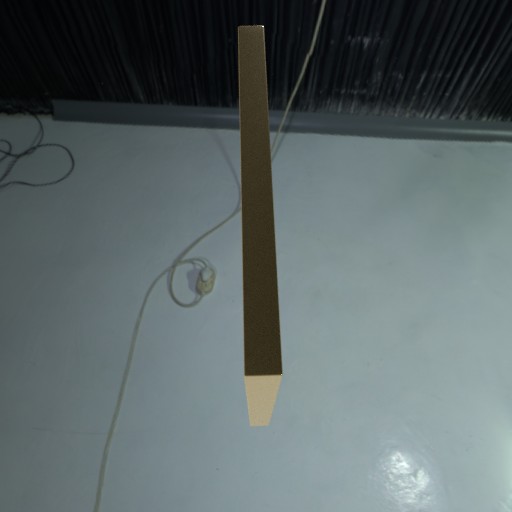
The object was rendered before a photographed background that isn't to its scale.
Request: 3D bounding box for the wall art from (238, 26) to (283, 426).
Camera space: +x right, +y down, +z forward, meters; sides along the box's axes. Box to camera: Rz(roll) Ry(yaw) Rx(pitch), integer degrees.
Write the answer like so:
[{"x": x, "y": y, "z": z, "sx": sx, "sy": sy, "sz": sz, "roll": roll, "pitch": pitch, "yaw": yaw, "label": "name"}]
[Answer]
[{"x": 0.000, "y": 0.000, "z": 0.463, "sx": 0.023, "sy": 0.305, "sz": 0.305, "roll": -1, "pitch": 64, "yaw": -1, "label": "wall art"}]
